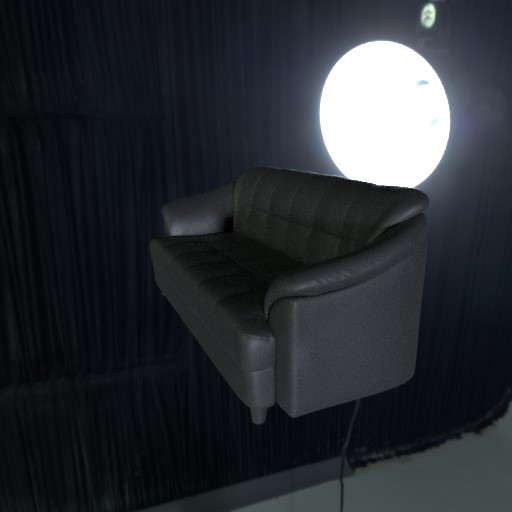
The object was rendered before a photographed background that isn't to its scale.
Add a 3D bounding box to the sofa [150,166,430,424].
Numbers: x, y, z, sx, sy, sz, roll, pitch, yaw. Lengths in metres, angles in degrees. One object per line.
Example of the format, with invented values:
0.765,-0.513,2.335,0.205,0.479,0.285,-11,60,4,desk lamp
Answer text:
0.000,0.000,2.274,0.800,0.811,1.829,-7,16,-23,sofa
